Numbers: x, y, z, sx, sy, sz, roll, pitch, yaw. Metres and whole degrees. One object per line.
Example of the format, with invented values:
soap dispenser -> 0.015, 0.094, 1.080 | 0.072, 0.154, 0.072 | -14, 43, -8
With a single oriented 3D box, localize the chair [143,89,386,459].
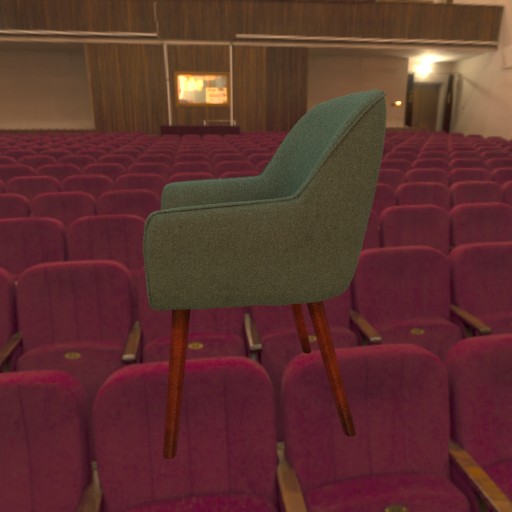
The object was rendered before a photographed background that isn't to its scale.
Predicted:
chair -> 0.000, 0.000, 1.165 | 0.519, 0.803, 0.543 | -2, 15, -8
